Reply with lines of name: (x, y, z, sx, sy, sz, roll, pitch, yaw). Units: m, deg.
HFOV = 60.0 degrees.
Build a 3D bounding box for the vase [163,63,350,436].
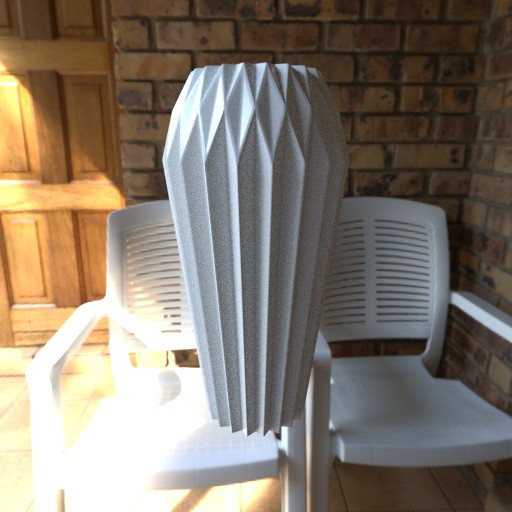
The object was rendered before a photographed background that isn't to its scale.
vase: (0.000, 0.000, 0.341, 0.133, 0.263, 0.133, 0, 15, 0)
